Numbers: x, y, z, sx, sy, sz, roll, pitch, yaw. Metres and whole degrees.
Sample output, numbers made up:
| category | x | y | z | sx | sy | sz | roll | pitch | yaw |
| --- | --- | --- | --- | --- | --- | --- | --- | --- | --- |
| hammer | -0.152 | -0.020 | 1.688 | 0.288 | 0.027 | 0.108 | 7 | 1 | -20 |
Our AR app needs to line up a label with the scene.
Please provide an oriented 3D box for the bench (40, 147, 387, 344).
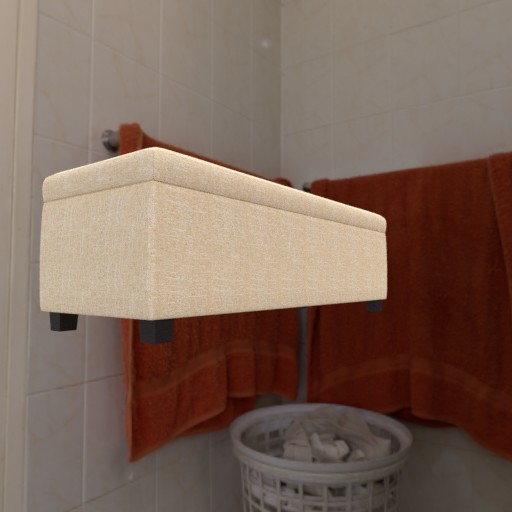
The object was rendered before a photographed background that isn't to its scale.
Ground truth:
| category | x | y | z | sx | sy | sz | roll | pitch | yaw |
| --- | --- | --- | --- | --- | --- | --- | --- | --- | --- |
| bench | 0.000 | 0.000 | 1.450 | 0.432 | 0.406 | 1.219 | -2 | -4 | 37 |
